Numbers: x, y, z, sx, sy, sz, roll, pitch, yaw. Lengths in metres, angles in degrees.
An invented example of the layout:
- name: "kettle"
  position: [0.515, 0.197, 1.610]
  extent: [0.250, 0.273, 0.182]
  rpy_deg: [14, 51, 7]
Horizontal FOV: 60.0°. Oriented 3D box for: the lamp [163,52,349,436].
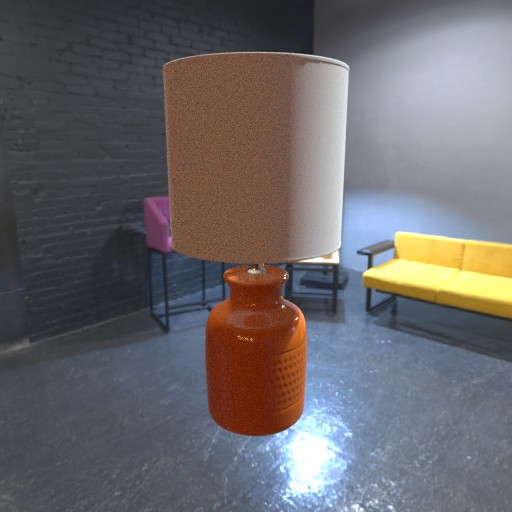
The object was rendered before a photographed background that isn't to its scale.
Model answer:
- name: "lamp"
  position: [0.000, 0.000, 1.117]
  extent: [0.418, 0.871, 0.418]
  rpy_deg: [13, 19, 43]
